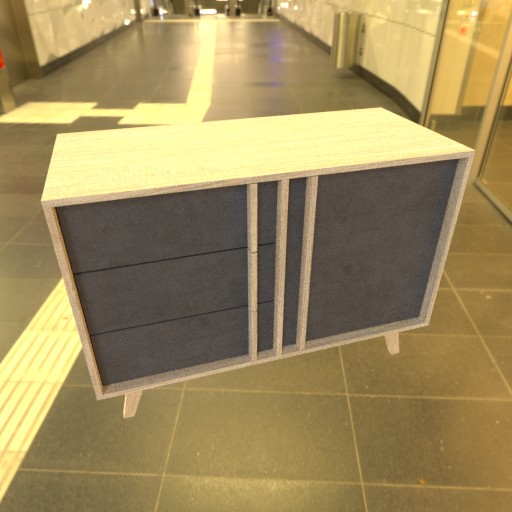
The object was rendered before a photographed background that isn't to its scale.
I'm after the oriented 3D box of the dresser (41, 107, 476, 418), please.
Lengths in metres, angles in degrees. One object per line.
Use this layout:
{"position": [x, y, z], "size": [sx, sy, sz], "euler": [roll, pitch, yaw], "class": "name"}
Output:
{"position": [0.000, 0.000, 1.490], "size": [1.110, 0.780, 0.500], "euler": [-9, 33, -14], "class": "dresser"}
